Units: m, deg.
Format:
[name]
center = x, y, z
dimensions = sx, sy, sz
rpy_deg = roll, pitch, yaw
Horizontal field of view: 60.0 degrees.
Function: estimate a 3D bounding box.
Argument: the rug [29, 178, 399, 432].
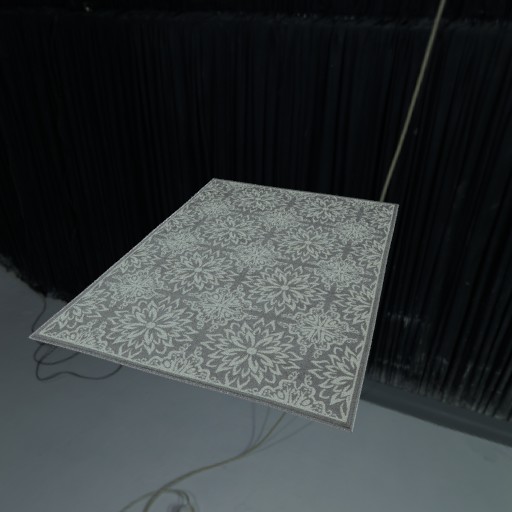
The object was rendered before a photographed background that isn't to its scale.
[rug]
center = 0.000, 0.000, 2.857
dimensions = 1.608, 0.014, 2.213
rpy_deg = 11, 33, 17
